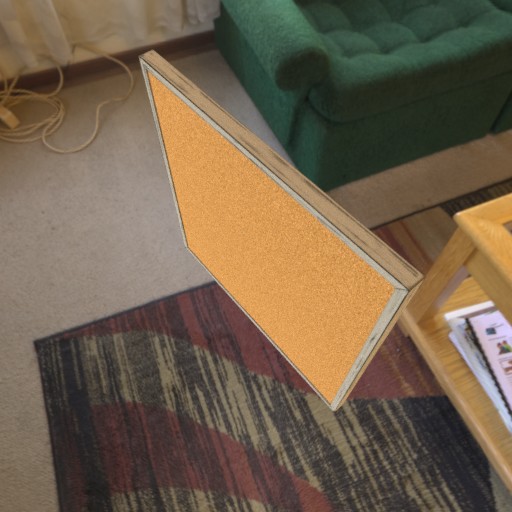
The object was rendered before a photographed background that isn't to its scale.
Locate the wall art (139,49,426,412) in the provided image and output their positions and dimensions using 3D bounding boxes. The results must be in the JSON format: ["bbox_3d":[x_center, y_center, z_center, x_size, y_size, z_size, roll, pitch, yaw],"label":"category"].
[{"bbox_3d":[0.000,0.000,1.146,0.037,0.761,0.761,-35,64,-20],"label":"wall art"}]
